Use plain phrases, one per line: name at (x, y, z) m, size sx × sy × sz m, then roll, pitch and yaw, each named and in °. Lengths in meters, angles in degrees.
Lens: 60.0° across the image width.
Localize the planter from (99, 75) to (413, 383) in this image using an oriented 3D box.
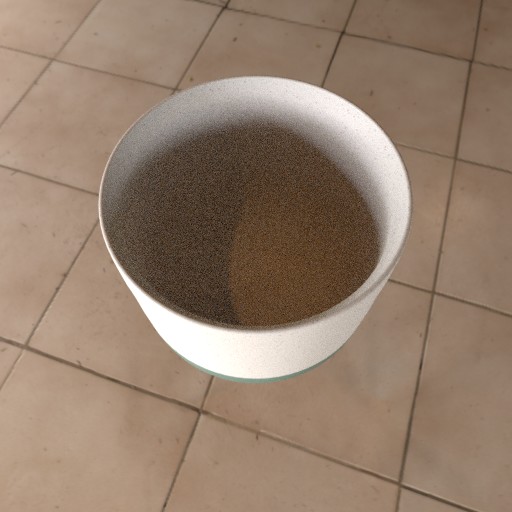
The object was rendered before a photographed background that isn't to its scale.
planter at (0.000, 0.000, 0.497) m, size 0.268 × 0.270 × 0.268 m, roll 0°, pitch 63°, yaw 0°
